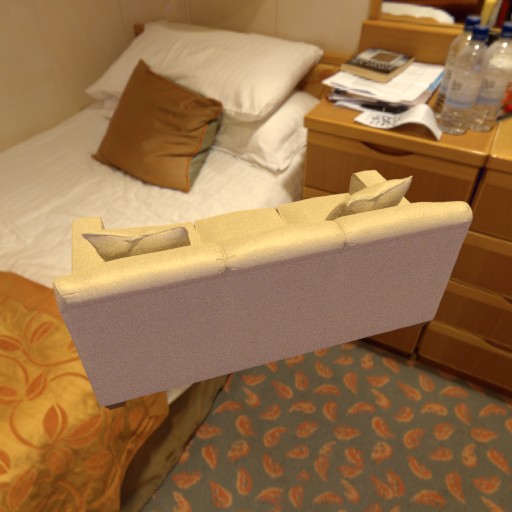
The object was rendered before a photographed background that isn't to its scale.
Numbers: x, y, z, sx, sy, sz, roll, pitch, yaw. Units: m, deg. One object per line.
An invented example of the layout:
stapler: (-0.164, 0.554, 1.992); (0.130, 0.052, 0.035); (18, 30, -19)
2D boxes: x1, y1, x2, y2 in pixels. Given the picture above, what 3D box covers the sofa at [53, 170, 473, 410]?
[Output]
sofa: (0.000, 0.000, 2.616); (2.024, 0.958, 0.997); (-12, 41, -13)
